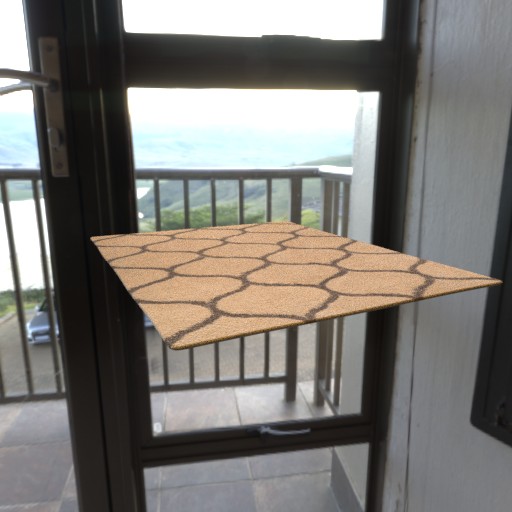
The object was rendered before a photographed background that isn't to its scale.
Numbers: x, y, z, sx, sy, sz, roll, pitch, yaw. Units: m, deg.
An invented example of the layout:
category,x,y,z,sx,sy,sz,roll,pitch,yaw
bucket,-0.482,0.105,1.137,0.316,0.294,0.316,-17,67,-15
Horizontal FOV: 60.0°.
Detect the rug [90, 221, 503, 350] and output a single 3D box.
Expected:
category,x,y,z,sx,sy,sz,roll,pitch,yaw
rug,0.000,0.000,3.884,2.399,0.026,3.000,-7,15,-26
